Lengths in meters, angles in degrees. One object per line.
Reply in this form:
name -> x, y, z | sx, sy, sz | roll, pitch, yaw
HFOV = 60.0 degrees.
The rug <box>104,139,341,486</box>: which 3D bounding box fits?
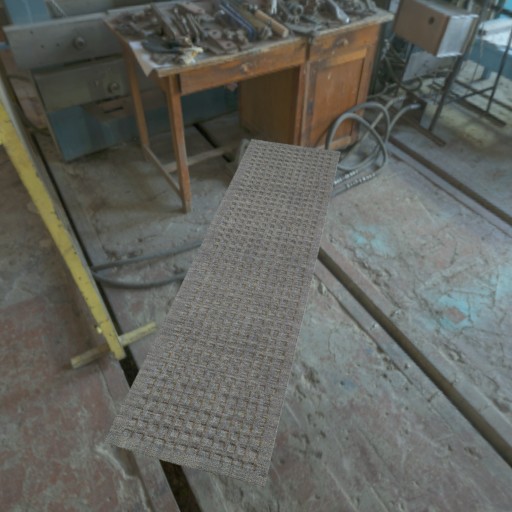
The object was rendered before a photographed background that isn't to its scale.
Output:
rug -> 0.000, 0.000, 2.631 | 0.706, 0.009, 2.443 | 11, 48, 10
